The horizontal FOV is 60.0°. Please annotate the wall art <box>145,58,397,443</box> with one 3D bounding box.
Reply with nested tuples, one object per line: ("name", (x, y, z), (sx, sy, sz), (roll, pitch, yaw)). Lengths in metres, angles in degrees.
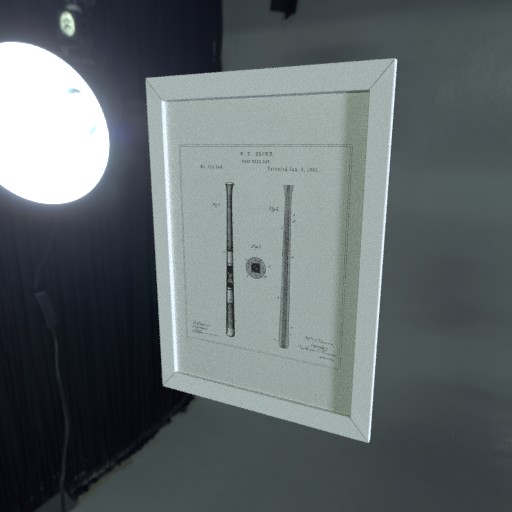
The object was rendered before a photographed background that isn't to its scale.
("wall art", (0.000, 0.000, 0.675), (0.374, 0.529, 0.012), (7, 15, 25))
